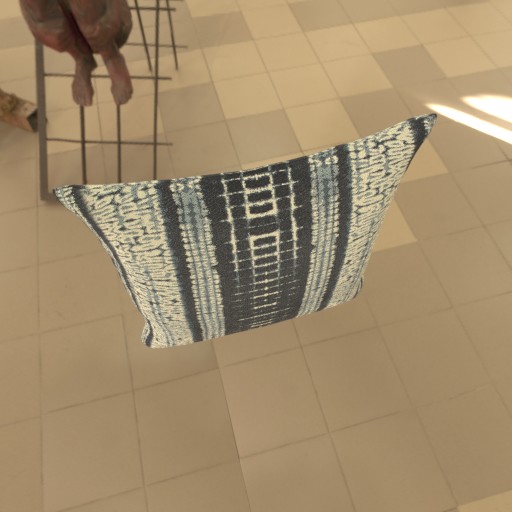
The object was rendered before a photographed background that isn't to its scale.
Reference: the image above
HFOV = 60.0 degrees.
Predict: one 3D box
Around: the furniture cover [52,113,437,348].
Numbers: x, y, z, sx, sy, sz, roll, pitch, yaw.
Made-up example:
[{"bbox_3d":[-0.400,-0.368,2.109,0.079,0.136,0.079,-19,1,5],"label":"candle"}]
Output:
[{"bbox_3d":[0.000,0.000,0.655,0.425,0.435,0.133,-13,60,-8],"label":"furniture cover"}]
